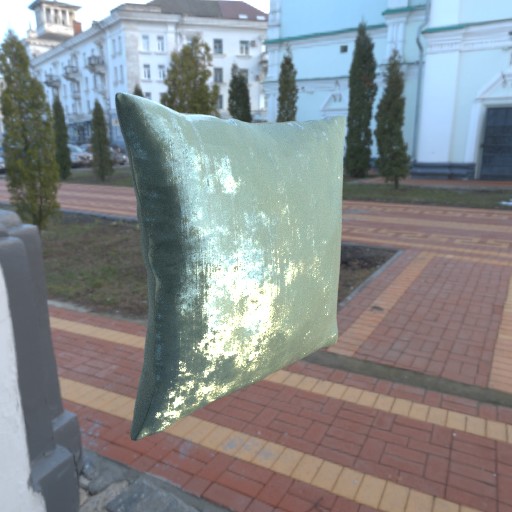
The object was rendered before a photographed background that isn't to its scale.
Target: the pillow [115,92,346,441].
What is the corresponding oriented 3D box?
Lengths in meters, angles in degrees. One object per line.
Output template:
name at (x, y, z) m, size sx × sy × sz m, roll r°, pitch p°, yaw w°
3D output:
pillow at (0.000, 0.000, 0.719) m, size 0.175 × 0.464 × 0.470 m, roll 13°, pitch 19°, yaw 43°
